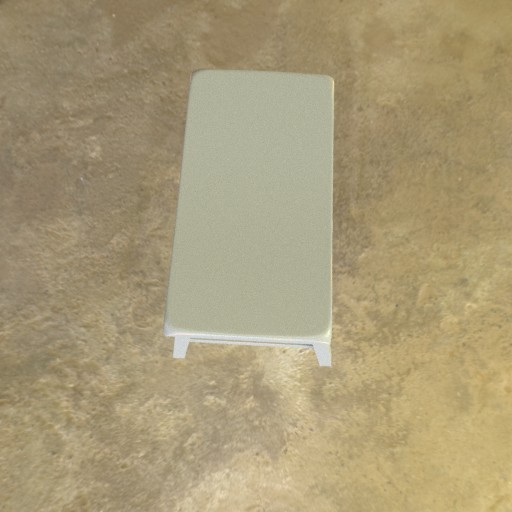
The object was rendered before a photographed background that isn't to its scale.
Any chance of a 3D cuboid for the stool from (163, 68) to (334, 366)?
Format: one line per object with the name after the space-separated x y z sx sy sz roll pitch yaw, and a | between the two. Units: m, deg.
0.000 0.000 1.037 0.476 0.737 0.457 3 75 1 | stool
